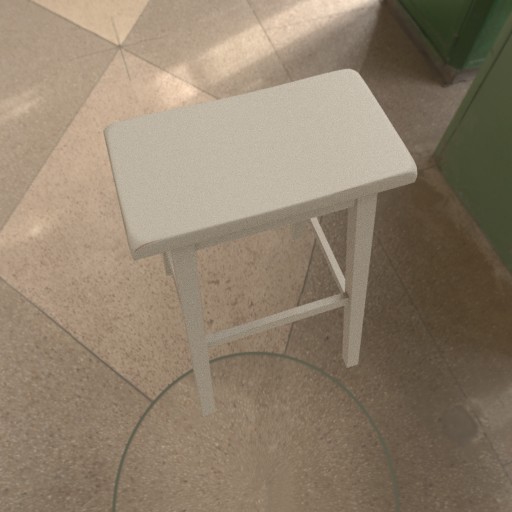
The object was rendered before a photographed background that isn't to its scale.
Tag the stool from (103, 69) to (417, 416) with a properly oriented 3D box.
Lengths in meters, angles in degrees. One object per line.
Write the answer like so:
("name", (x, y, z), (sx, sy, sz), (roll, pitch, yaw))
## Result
("stool", (0.000, 0.000, 1.015), (0.457, 0.737, 0.476), (-16, 63, -8))
